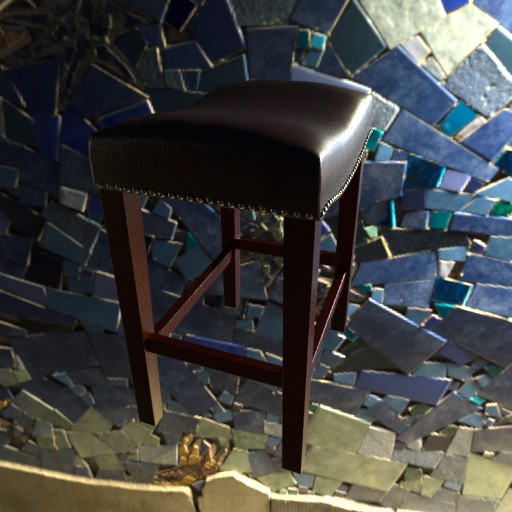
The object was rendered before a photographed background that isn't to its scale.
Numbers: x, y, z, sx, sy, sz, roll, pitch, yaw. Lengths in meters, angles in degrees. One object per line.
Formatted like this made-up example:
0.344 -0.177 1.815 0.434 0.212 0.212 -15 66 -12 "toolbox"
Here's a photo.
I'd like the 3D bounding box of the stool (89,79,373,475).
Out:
0.000 0.000 0.955 0.372 0.657 0.504 10 31 18 "stool"
